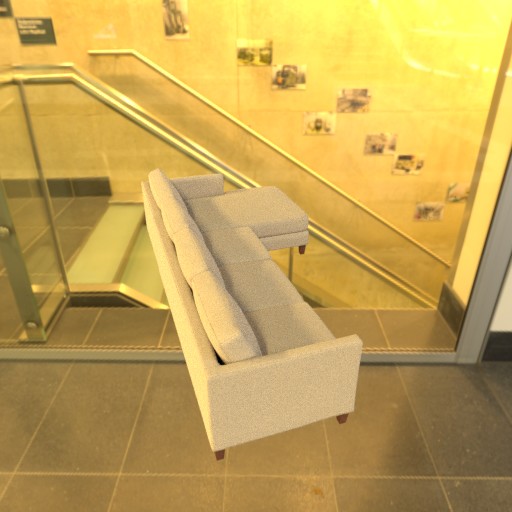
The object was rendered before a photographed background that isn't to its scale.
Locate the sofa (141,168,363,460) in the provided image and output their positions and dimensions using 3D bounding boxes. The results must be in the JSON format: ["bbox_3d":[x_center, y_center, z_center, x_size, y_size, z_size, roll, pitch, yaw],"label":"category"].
[{"bbox_3d":[0.000,0.000,3.935,1.625,0.861,3.186,-9,30,-16],"label":"sofa"}]
